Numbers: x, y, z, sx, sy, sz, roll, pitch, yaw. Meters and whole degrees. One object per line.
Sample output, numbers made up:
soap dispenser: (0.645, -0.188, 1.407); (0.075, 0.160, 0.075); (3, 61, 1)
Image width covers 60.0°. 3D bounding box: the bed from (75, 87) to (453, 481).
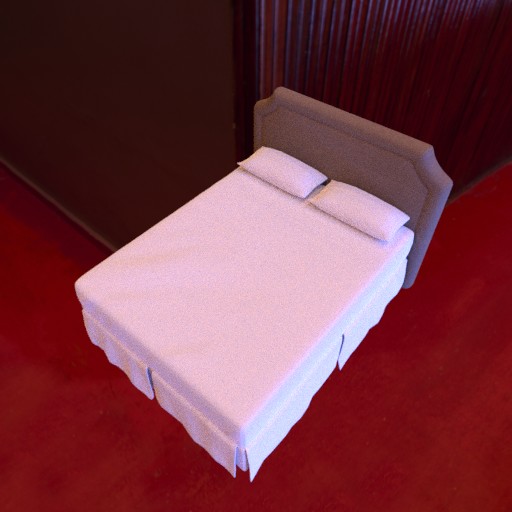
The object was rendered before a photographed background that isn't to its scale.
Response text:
bed: (0.000, 0.000, 3.093); (1.693, 1.290, 2.116); (32, 55, 26)
